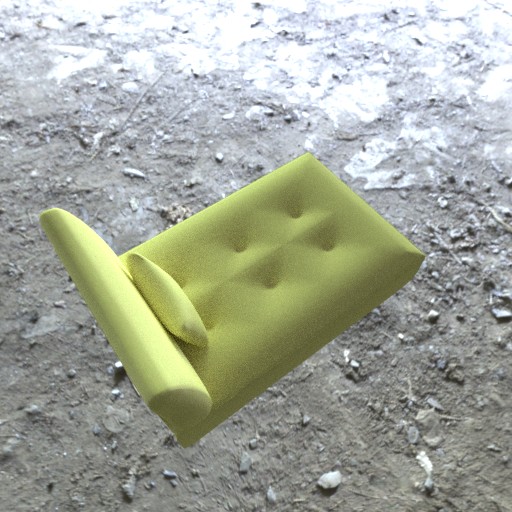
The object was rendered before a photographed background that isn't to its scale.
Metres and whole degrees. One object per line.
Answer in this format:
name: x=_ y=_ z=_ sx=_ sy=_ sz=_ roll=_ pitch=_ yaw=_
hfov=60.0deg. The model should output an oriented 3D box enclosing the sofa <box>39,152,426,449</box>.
sofa: x=0.000 y=0.000 z=2.052 sx=1.450 sy=0.820 sz=0.930 roll=-32 pitch=63 yaw=-19
